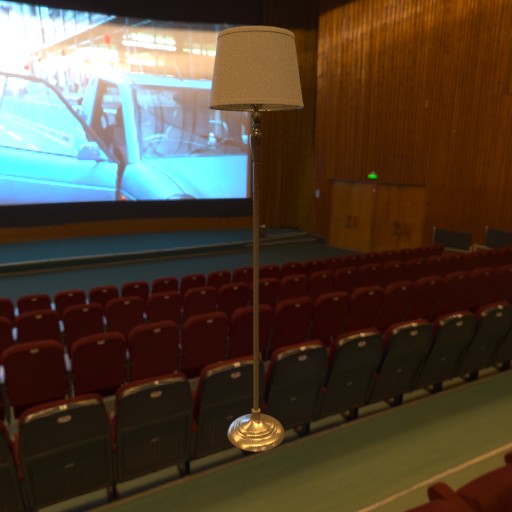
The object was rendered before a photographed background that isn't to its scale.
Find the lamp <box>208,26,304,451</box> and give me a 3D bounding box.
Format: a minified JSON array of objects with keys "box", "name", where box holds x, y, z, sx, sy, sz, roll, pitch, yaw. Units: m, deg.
[{"box":[0.000,0.000,1.653,0.327,1.506,0.327,-7,16,-27],"name":"lamp"}]
